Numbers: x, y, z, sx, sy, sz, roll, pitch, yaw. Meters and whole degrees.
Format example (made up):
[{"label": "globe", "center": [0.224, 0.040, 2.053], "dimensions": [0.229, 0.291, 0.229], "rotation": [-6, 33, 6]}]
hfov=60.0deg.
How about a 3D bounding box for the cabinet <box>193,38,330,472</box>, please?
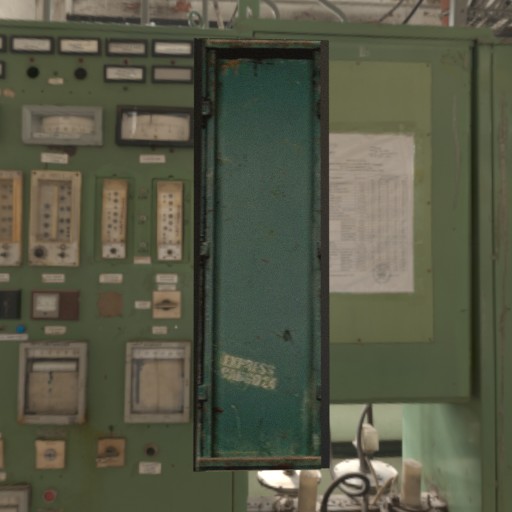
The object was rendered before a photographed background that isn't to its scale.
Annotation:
[{"label": "cabinet", "center": [0.000, 0.000, 3.215], "dimensions": [0.680, 2.160, 2.000], "rotation": [0, -1, -2]}]
